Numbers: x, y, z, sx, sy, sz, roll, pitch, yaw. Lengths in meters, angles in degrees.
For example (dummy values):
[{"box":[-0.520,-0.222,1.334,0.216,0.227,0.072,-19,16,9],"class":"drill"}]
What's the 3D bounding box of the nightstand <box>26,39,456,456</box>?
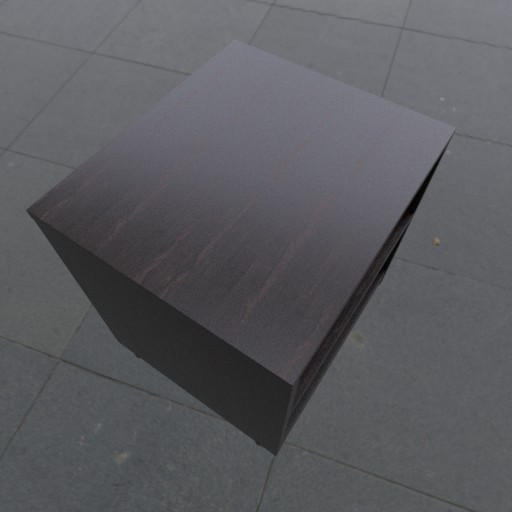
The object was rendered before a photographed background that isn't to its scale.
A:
[{"box":[0.000,0.000,0.853,0.427,0.487,0.489,30,62,18],"class":"nightstand"}]
